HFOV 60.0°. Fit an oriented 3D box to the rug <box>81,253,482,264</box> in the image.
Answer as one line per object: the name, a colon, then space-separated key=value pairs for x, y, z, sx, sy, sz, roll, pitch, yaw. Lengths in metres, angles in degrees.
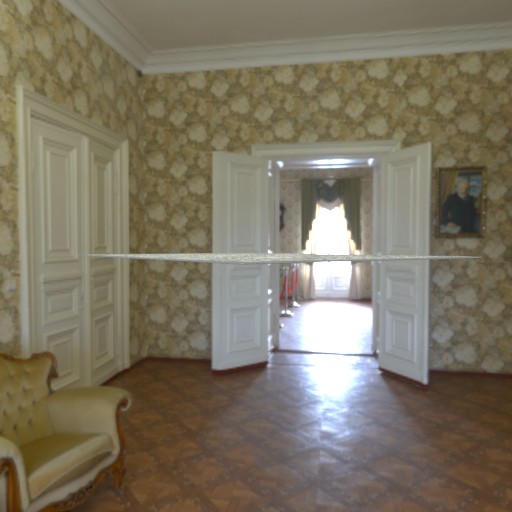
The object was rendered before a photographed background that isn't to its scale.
rug: x=0.000 y=0.000 z=4.098 sx=2.363 sy=0.012 sz=2.980 roll=-1 pitch=1 yaw=-36
